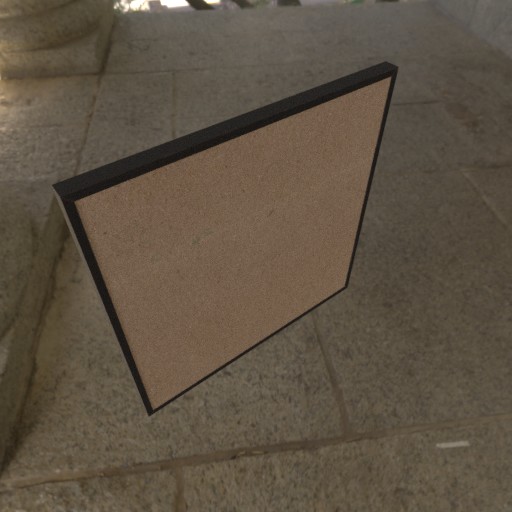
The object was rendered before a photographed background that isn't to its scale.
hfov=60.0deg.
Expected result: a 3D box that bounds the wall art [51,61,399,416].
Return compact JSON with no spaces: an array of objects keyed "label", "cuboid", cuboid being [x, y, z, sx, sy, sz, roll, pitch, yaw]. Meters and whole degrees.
[{"label":"wall art","cuboid":[0.000,0.000,1.106,0.762,0.762,0.038,-29,53,-25]}]
